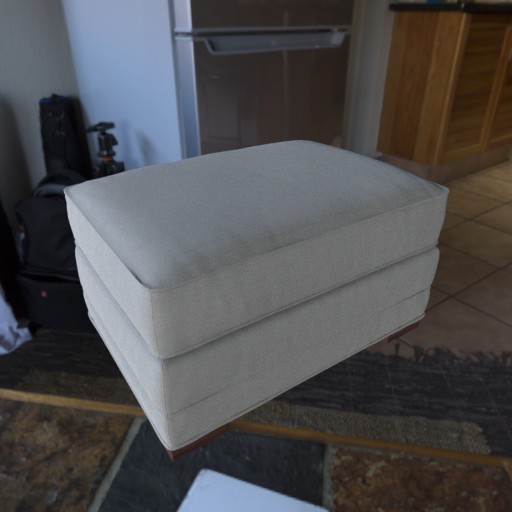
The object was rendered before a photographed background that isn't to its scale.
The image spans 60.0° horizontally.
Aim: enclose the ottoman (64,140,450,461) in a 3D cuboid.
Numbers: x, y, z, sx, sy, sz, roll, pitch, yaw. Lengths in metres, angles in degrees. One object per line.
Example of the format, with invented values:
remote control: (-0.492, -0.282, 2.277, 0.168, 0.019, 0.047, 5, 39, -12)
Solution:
ottoman: (0.000, 0.000, 1.224, 0.848, 0.482, 0.611, -19, 35, -29)
